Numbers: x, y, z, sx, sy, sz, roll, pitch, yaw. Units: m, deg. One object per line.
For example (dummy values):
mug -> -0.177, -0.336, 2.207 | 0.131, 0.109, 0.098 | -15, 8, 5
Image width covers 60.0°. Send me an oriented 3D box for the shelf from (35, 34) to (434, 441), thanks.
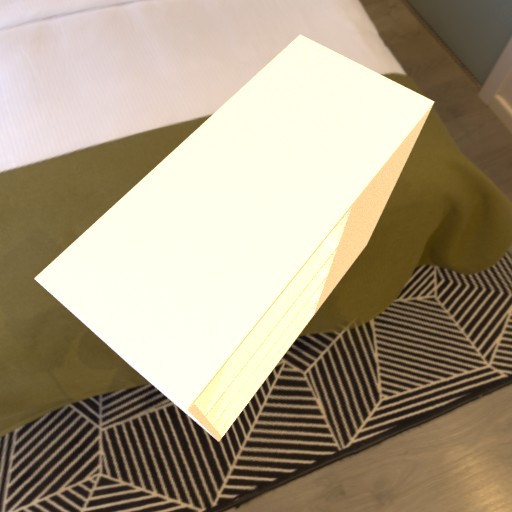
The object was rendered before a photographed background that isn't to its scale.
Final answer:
shelf -> 0.000, 0.000, 1.291 | 0.396, 0.732, 0.895 | 35, 68, 16
